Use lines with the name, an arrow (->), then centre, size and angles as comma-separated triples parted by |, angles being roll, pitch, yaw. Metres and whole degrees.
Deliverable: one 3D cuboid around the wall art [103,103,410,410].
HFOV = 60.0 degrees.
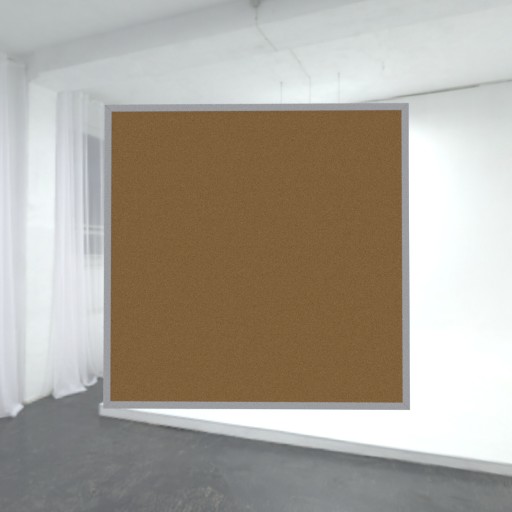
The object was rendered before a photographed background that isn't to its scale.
wall art -> 0.000, 0.000, 0.758 | 0.509, 0.509, 0.040 | 0, -1, 1
